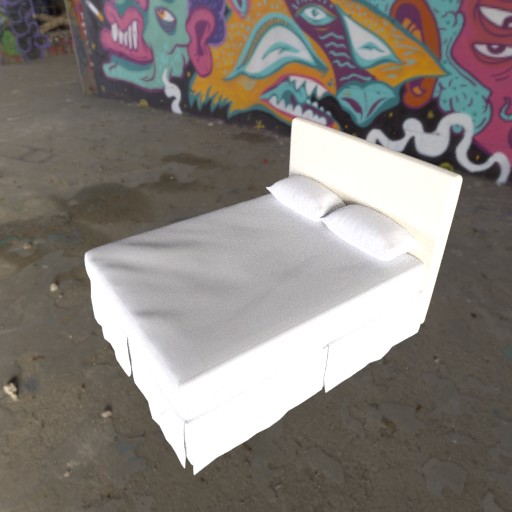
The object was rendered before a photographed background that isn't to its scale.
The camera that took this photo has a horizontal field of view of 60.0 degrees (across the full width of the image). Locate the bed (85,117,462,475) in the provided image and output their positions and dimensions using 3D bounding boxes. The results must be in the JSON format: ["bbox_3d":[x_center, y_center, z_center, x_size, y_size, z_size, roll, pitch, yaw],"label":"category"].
[{"bbox_3d":[0.000,0.000,3.231,2.142,1.330,1.713,-21,38,-29],"label":"bed"}]
